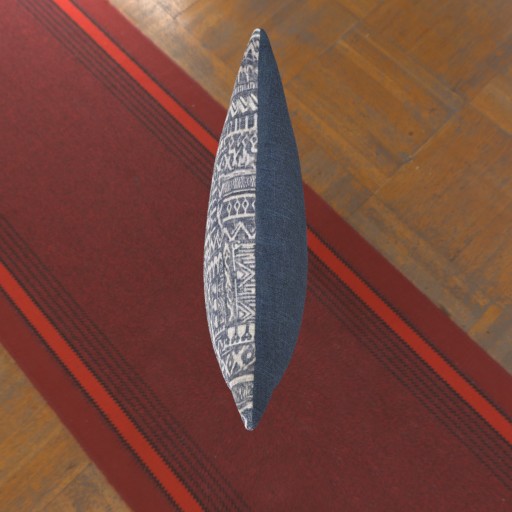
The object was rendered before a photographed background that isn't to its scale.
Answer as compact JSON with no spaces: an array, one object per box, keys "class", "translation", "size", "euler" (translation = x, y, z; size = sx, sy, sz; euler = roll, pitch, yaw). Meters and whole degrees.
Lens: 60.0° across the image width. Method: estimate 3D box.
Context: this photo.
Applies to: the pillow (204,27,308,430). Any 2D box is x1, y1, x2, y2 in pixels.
[{"class":"pillow","translation":[0.000,0.000,0.785],"size":[0.180,0.487,0.546],"euler":[1,75,0]}]
